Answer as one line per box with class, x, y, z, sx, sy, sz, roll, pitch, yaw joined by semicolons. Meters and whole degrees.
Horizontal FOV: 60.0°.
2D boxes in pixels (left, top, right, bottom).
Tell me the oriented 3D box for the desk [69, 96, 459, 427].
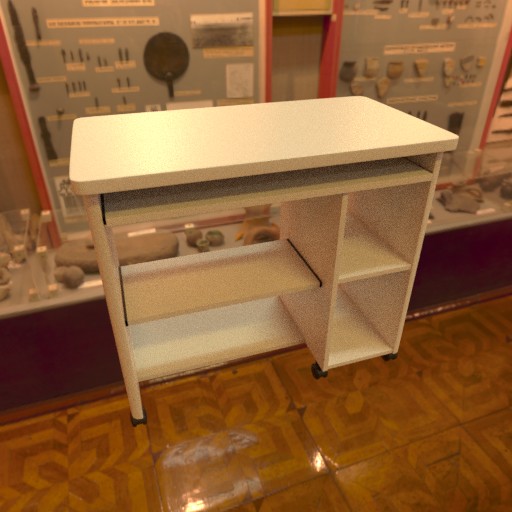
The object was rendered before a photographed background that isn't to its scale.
desk;0.000;0.000;1.316;0.877;0.763;0.475;-10;33;-15
